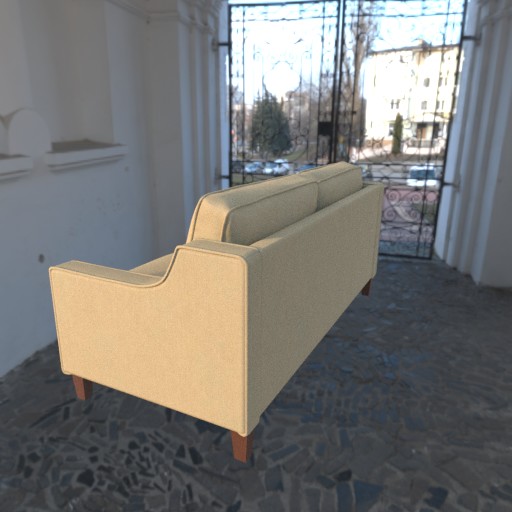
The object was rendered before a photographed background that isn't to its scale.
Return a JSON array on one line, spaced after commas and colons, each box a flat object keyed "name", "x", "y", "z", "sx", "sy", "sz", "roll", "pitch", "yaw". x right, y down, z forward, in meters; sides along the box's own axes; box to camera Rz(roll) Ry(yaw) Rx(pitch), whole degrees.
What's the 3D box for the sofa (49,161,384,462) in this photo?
[{"name": "sofa", "x": 0.000, "y": 0.000, "z": 2.766, "sx": 1.066, "sy": 1.071, "sz": 2.178, "roll": 9, "pitch": 19, "yaw": 26}]
